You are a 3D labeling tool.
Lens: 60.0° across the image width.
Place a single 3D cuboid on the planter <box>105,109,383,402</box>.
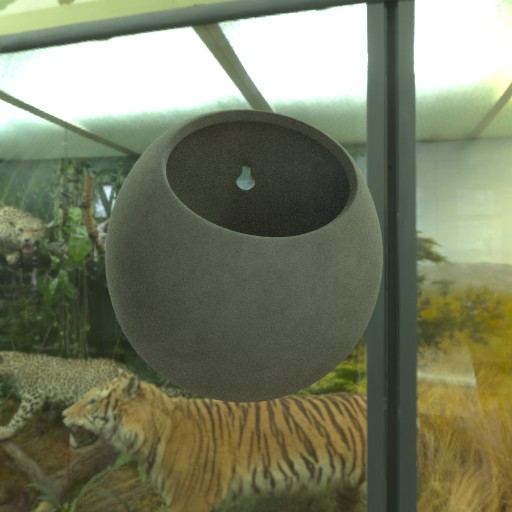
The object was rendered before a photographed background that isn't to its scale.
[{"bbox_3d":[0.000,0.000,0.287,0.185,0.188,0.071,0,0,-18],"label":"planter"}]
